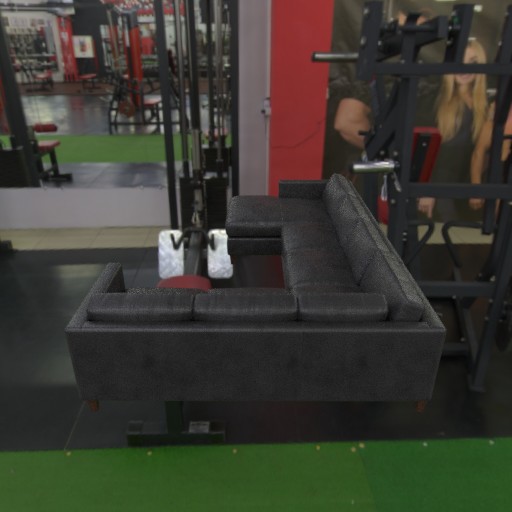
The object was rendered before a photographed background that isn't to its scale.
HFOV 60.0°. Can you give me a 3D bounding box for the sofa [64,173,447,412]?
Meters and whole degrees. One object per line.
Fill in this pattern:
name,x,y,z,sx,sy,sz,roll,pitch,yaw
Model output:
sofa,0.000,0.000,4.433,2.452,0.891,3.324,0,26,0
